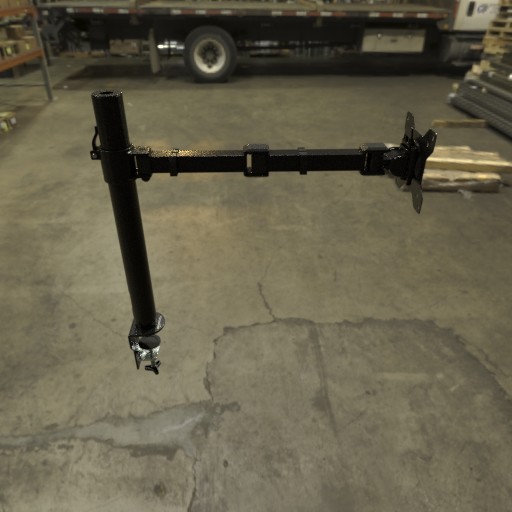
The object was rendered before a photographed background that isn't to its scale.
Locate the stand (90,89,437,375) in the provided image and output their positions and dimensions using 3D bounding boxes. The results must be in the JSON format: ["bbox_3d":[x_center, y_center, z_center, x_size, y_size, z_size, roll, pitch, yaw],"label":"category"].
[{"bbox_3d":[0.000,0.000,0.718,0.456,0.510,0.115,-1,32,-2],"label":"stand"}]
